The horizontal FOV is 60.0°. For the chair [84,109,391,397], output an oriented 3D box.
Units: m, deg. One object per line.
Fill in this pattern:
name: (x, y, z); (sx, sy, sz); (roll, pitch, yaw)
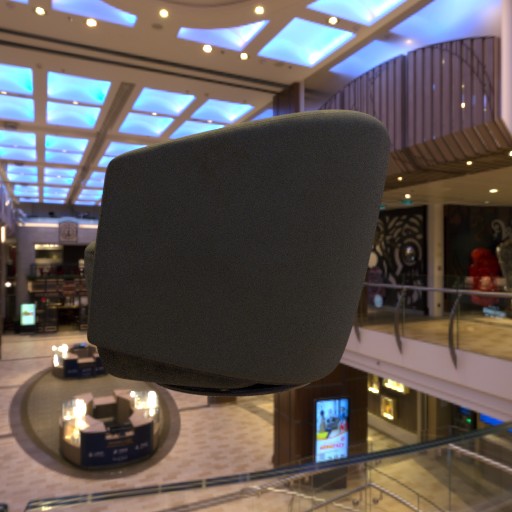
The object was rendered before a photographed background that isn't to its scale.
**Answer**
chair: (0.000, 0.000, 1.317); (0.767, 0.698, 0.773); (0, -1, 18)
